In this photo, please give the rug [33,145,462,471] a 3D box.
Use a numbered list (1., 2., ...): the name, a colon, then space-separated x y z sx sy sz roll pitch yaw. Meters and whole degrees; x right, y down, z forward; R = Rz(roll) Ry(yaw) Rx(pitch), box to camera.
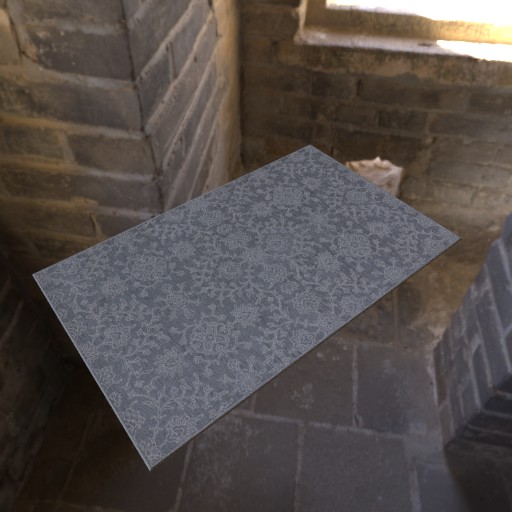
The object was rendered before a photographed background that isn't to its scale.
1. rug: 0.000 0.000 2.937 2.430 0.010 1.515 -30 53 -26
